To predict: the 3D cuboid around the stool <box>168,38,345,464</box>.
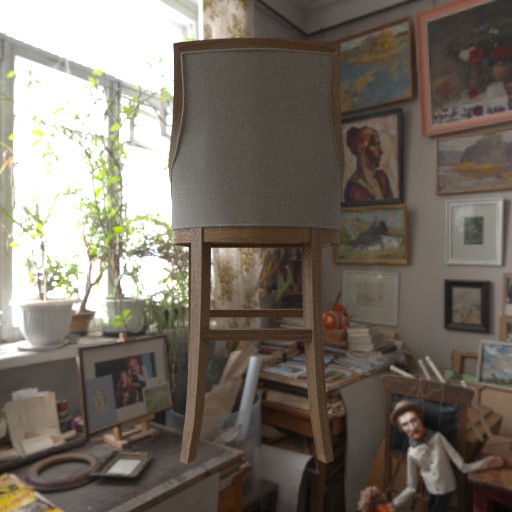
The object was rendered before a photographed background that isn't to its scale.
[{"bbox_3d":[0.000,0.000,1.422,0.524,1.101,0.626,0,-1,-1],"label":"stool"}]
